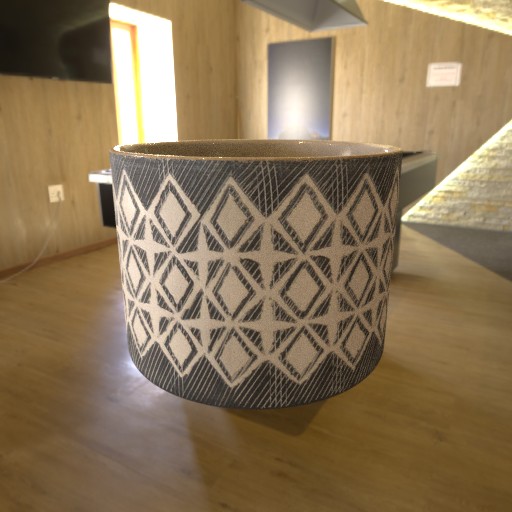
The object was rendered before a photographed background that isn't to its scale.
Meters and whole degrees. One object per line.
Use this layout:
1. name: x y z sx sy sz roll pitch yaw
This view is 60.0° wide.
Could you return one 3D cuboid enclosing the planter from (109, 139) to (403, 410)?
1. planter: 0.000 0.000 0.216 0.126 0.104 0.126 0 17 0
